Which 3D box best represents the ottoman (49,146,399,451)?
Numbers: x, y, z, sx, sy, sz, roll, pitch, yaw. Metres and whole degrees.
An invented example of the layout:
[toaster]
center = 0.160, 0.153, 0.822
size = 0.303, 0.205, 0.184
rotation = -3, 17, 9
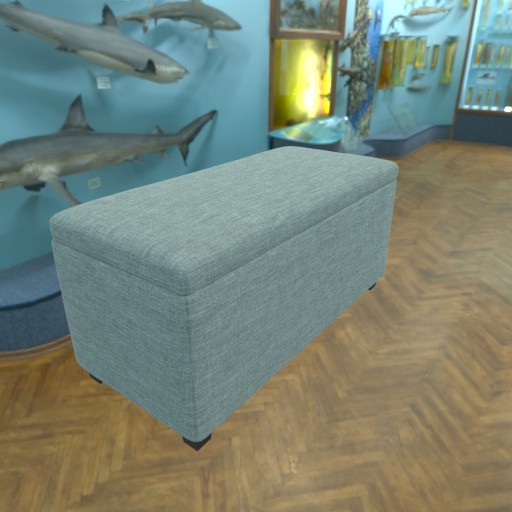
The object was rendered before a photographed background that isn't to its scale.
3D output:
[ottoman]
center = 0.000, 0.000, 1.176
size = 0.419, 0.432, 0.902
rotation = 18, 31, 33
